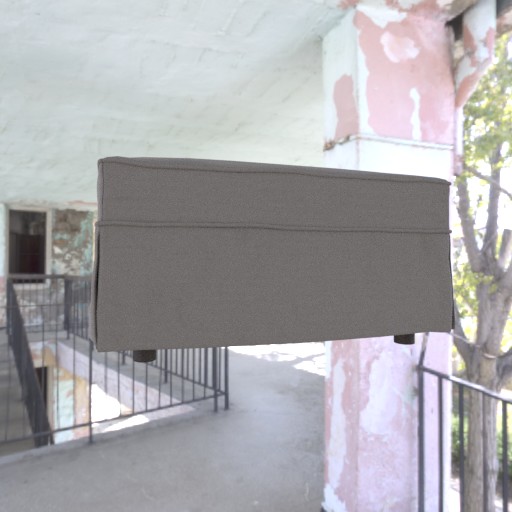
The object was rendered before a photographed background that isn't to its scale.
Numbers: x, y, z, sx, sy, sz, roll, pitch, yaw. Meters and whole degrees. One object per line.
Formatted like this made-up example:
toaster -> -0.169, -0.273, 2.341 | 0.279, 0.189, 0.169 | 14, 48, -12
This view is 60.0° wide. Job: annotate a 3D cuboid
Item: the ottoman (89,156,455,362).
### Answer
ottoman -> 0.000, 0.000, 1.345 | 0.944, 0.479, 0.703 | 0, -1, -18
